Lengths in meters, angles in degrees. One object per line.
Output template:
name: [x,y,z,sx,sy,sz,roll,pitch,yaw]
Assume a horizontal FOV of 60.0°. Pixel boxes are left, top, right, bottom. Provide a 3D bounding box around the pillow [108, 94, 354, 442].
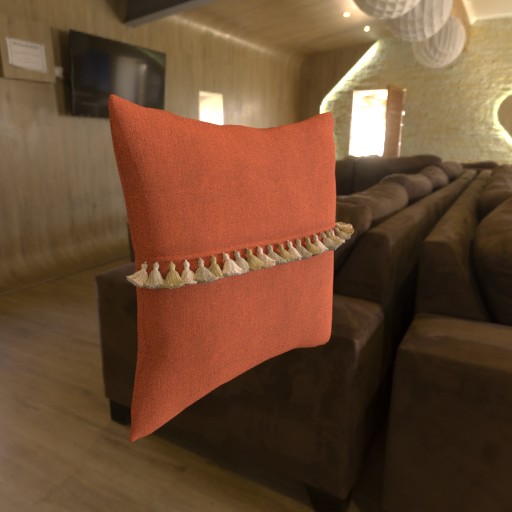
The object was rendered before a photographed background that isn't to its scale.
pillow: [0.000,0.000,0.743,0.165,0.482,0.490,14,20,43]
